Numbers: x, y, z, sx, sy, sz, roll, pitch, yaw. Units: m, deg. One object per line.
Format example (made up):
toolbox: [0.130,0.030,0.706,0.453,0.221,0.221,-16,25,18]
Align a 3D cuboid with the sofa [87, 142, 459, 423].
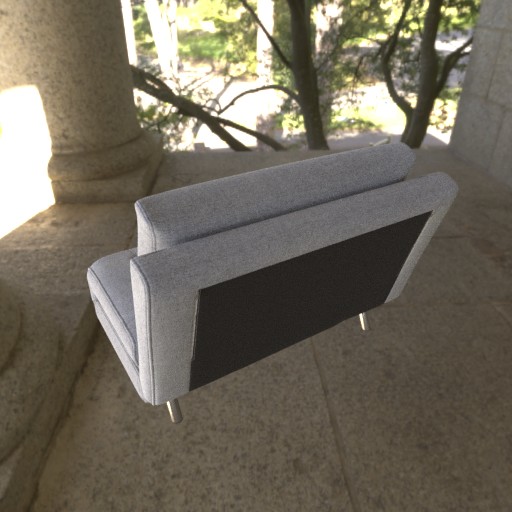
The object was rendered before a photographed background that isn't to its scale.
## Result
sofa: [0.000,0.000,1.839,1.220,0.910,0.910,-18,35,-28]
